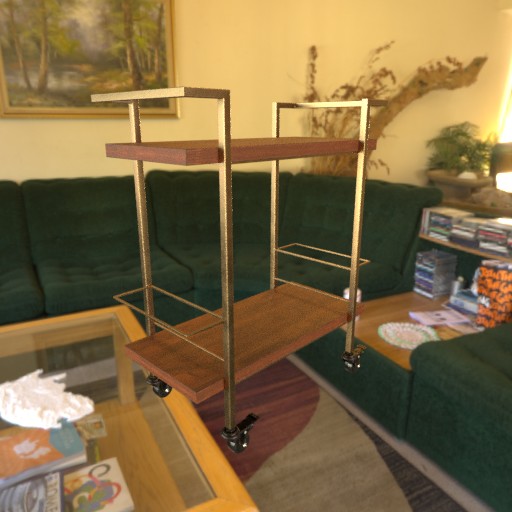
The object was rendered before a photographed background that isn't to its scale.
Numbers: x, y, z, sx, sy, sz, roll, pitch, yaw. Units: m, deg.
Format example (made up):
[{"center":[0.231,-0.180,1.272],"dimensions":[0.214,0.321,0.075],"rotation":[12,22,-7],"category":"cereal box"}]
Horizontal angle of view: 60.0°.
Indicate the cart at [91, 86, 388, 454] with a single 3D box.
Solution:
[{"center":[0.000,0.000,1.197],"dimensions":[0.364,0.807,0.695],"rotation":[16,23,42],"category":"cart"}]
